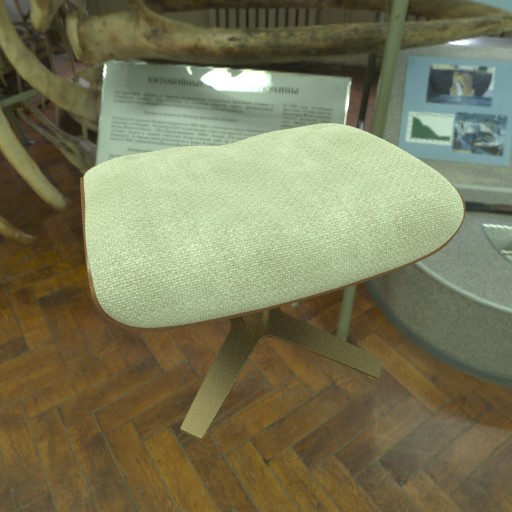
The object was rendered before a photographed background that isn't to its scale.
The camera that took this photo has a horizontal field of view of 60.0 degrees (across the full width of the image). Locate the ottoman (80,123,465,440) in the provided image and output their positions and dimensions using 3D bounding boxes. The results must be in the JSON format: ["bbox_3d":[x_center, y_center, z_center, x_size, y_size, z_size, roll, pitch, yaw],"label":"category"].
[{"bbox_3d":[0.000,0.000,0.789,0.520,0.391,0.394,-14,43,-15],"label":"ottoman"}]
